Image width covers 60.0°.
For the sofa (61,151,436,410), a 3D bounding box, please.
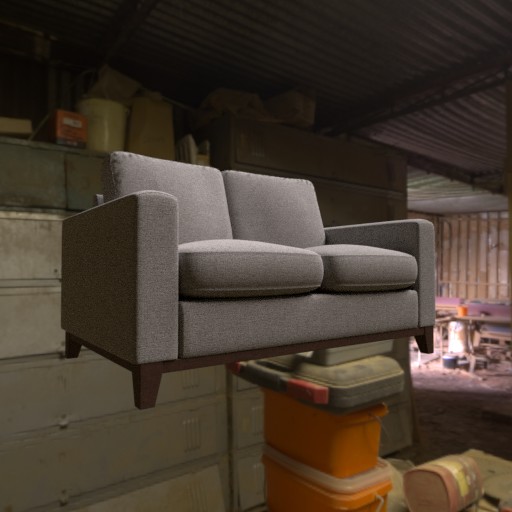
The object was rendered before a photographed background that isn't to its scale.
[{"bbox_3d":[0.000,0.000,1.955,1.420,0.873,0.917,1,-2,-36],"label":"sofa"}]
